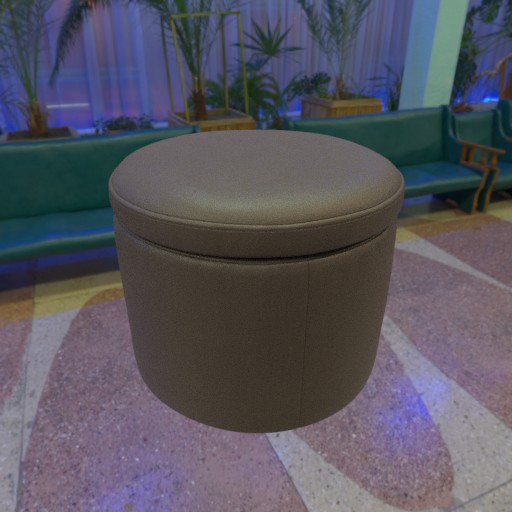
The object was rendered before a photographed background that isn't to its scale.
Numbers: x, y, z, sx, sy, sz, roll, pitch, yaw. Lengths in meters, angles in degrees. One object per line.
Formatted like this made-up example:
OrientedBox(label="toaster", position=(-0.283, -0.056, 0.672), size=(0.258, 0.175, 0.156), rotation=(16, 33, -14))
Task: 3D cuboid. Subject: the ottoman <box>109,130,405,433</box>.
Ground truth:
OrientedBox(label="ottoman", position=(0.000, 0.000, 0.849), size=(0.500, 0.409, 0.500), rotation=(0, 28, 0))
